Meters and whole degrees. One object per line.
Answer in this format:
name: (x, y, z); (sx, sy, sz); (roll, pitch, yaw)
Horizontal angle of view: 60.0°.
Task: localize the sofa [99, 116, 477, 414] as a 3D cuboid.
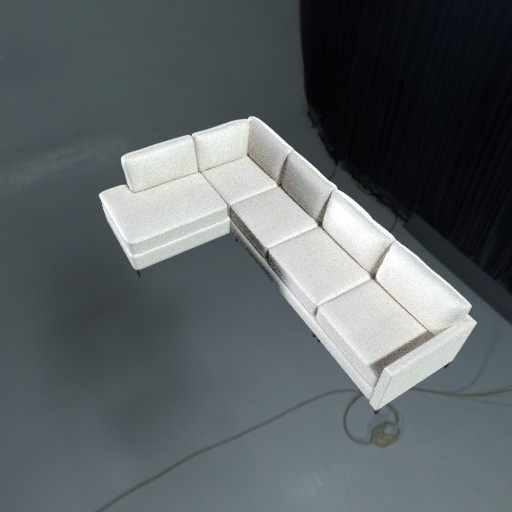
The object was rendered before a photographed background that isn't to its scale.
sofa: (0.000, 0.000, 4.291); (2.048, 0.996, 3.384); (-24, 52, -20)
